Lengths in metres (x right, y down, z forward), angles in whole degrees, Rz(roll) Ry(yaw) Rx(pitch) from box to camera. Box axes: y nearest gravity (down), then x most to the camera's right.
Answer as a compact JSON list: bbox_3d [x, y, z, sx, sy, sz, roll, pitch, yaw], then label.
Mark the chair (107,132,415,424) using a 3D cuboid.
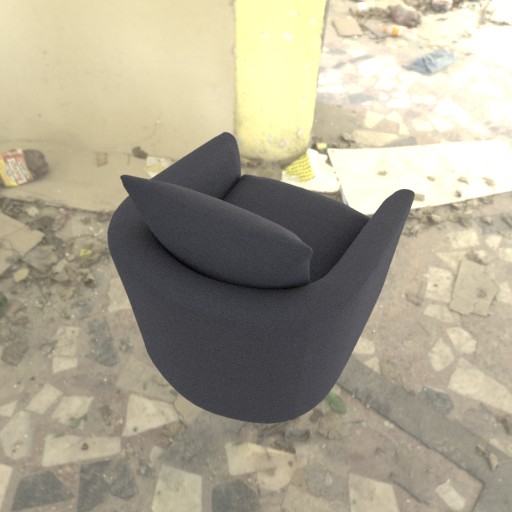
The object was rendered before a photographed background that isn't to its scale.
[{"bbox_3d":[0.000,0.000,1.586,0.845,0.848,0.910,23,51,20],"label":"chair"}]
